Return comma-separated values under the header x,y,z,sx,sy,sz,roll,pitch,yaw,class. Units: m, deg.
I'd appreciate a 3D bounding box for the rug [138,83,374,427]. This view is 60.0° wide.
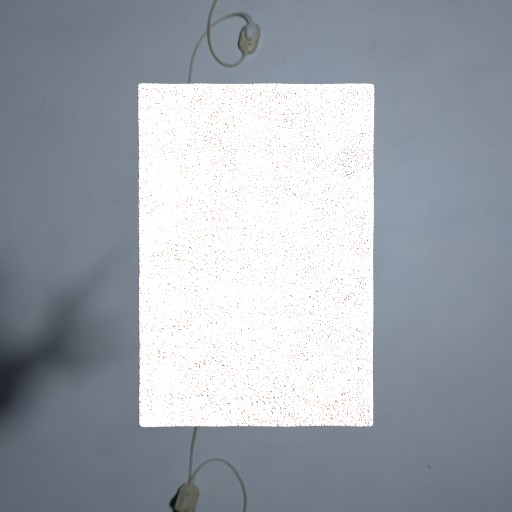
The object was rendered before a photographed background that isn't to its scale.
x,y,z,sx,sy,sz,roll,pitch,yaw,class
0.000,0.000,2.304,1.219,0.030,1.778,0,91,0,rug
